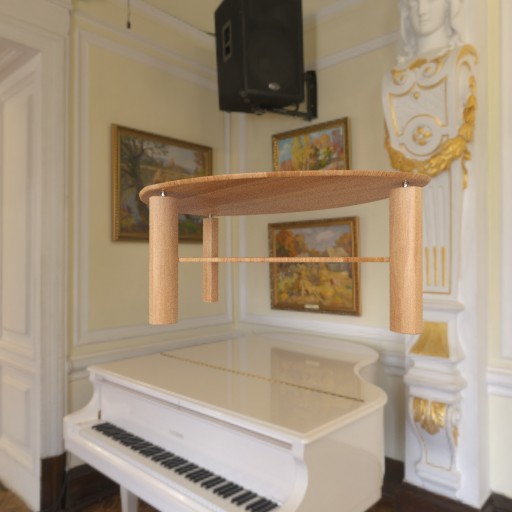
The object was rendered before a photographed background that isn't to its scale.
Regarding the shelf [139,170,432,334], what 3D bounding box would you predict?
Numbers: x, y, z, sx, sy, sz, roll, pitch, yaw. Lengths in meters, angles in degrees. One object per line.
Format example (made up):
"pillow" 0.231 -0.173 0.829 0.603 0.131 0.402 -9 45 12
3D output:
"shelf" 0.000 0.000 1.647 0.845 0.440 1.246 0 -1 -35
